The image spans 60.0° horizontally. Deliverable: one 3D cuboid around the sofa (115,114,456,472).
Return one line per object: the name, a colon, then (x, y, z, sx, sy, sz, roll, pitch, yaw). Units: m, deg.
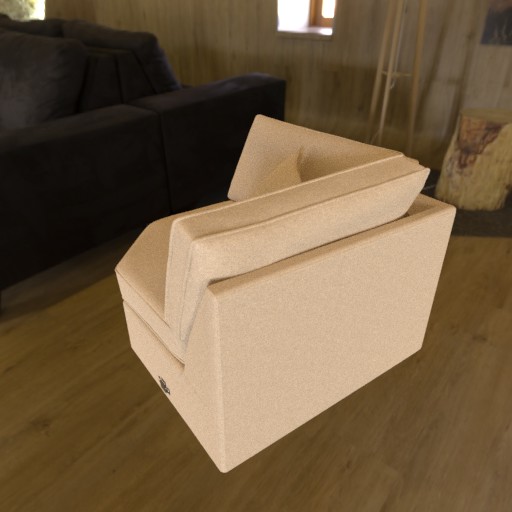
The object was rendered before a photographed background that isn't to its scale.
sofa: (0.000, 0.000, 1.839, 1.042, 0.937, 1.050, -20, 36, -30)
